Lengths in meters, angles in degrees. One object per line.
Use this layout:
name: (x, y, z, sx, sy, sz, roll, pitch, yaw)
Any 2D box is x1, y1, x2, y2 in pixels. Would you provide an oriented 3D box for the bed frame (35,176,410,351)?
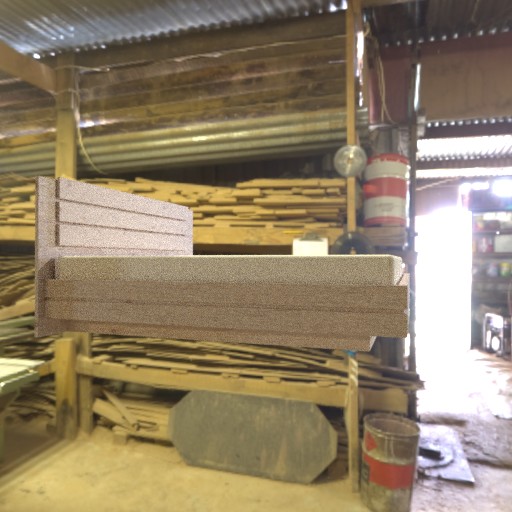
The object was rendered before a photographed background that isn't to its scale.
bed frame: (0.000, 0.000, 3.191, 2.080, 0.970, 1.950, 0, -1, 19)
